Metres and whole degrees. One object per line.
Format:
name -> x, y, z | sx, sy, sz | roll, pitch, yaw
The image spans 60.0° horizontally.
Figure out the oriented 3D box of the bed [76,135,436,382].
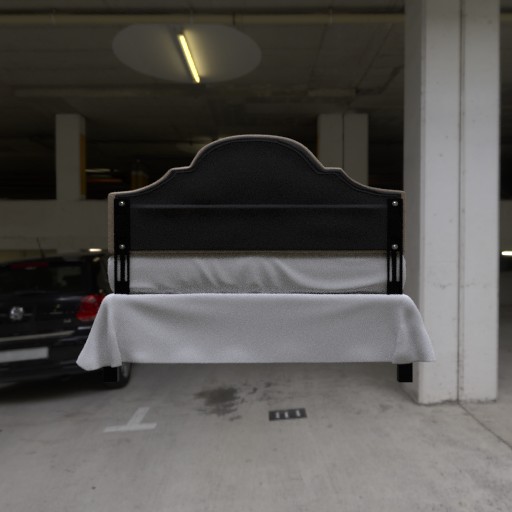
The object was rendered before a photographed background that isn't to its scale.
bed -> 0.000, 0.000, 3.877 | 2.303, 1.631, 2.222 | 0, 1, 0
